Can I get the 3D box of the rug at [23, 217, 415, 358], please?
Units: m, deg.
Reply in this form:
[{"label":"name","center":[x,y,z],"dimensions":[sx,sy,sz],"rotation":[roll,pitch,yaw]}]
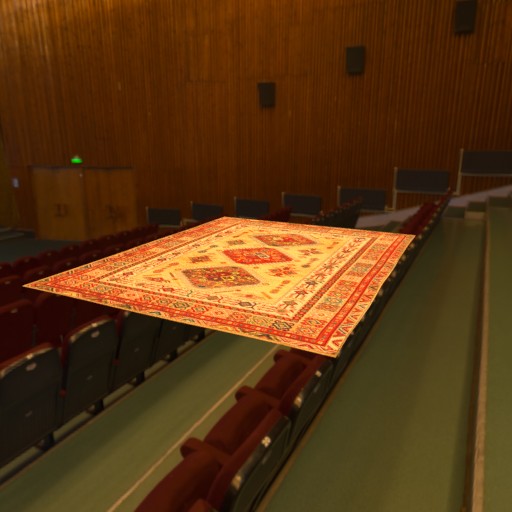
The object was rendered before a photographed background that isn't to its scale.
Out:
[{"label":"rug","center":[0.000,0.000,4.163],"dimensions":[2.460,0.005,3.067],"rotation":[8,18,25]}]
